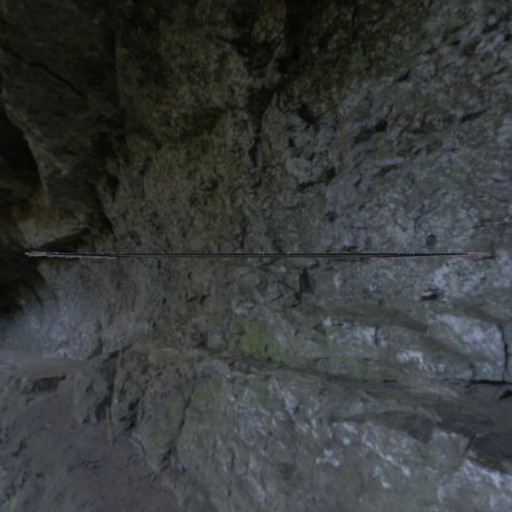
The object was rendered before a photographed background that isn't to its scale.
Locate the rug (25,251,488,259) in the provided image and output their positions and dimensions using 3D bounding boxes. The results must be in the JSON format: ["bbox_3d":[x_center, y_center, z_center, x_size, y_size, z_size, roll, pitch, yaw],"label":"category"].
[{"bbox_3d":[0.000,0.000,2.517,2.021,0.027,1.224,0,-1,-1],"label":"rug"}]
